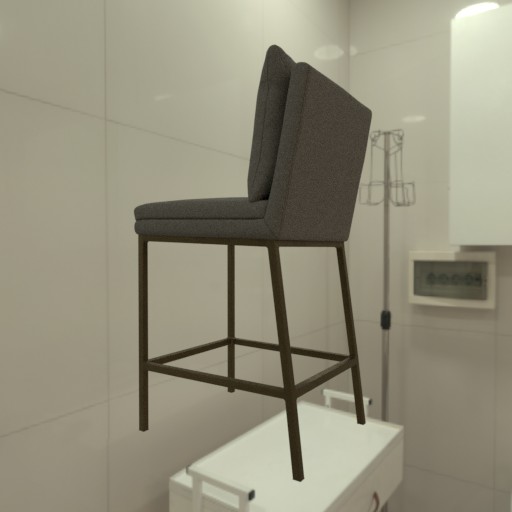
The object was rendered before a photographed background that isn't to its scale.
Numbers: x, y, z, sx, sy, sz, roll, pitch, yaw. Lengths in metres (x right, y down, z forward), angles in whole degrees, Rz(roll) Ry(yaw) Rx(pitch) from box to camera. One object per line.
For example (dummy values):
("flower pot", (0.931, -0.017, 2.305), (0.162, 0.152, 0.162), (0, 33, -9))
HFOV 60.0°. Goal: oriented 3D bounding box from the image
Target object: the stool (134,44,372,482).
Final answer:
("stool", (0.000, 0.000, 1.334), (0.569, 1.030, 0.463), (1, 1, 34))
